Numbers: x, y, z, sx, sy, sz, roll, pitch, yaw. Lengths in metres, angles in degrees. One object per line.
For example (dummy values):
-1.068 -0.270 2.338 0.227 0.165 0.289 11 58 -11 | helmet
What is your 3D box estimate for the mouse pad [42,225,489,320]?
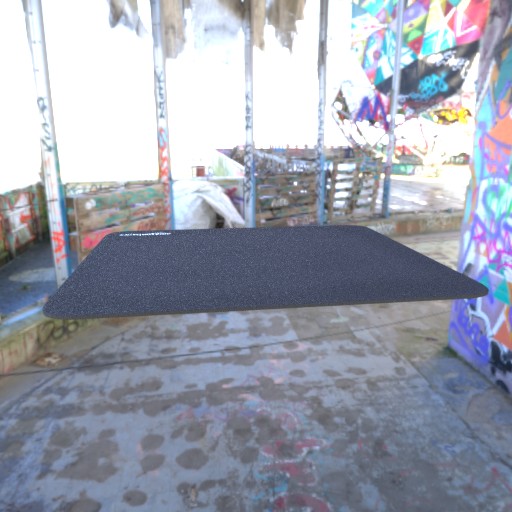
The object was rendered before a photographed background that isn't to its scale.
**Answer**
0.000 0.000 0.331 0.249 0.002 0.211 -2 15 -8 | mouse pad
